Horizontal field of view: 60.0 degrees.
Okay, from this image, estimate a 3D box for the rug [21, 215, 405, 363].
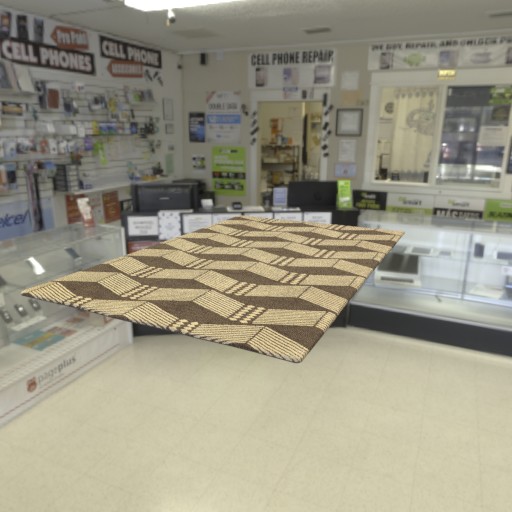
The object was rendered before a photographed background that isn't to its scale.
[{"bbox_3d":[0.000,0.000,2.305,1.210,0.016,1.833,8,18,26],"label":"rug"}]
